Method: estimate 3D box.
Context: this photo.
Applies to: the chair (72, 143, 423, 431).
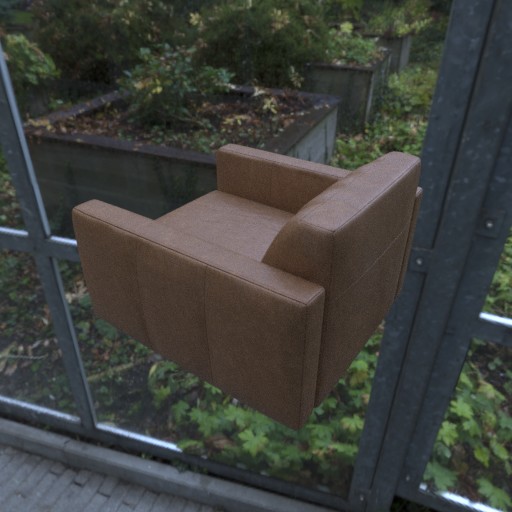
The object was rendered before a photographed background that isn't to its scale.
[{"bbox_3d":[0.000,0.000,1.746,0.998,0.819,0.953,21,37,30],"label":"chair"}]
